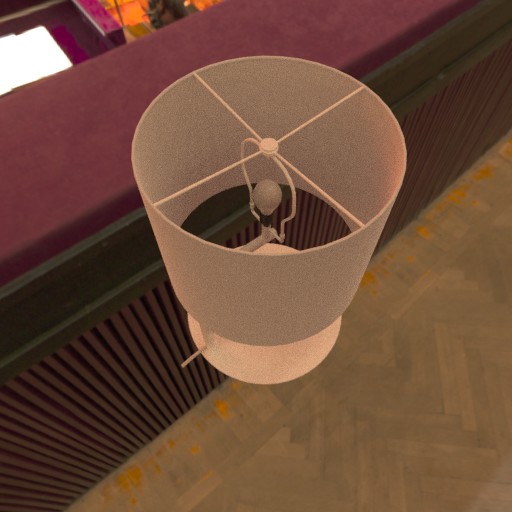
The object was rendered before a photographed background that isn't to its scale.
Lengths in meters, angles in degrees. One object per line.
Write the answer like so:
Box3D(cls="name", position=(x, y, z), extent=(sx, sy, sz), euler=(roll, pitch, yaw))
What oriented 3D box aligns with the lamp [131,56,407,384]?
Box3D(cls="lamp", position=(0.000, 0.000, 0.674), extent=(0.341, 0.454, 0.299), euler=(-34, 64, -19))
